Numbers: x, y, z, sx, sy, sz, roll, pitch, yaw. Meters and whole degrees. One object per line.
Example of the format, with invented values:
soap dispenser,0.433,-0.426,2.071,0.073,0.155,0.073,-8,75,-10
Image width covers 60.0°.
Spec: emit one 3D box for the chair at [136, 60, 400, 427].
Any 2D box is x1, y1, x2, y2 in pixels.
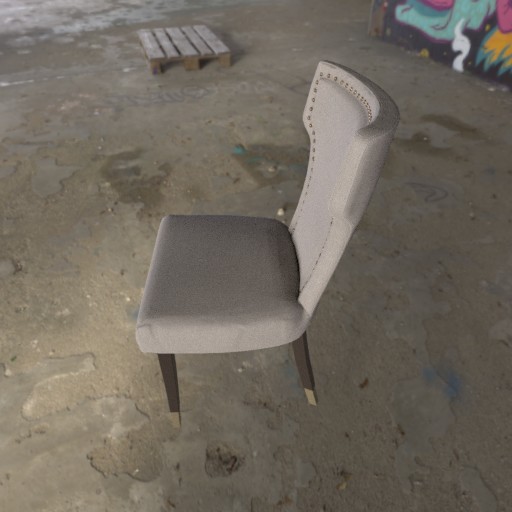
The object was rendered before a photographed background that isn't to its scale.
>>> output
chair,0.000,0.000,1.289,0.630,0.950,0.526,-1,39,-1
